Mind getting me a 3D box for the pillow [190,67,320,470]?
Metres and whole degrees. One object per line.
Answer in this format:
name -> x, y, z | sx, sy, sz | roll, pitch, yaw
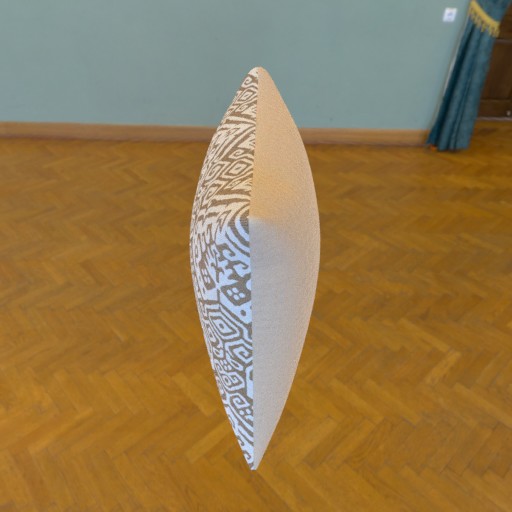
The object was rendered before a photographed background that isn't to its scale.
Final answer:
pillow -> 0.000, 0.000, 0.633 | 0.173, 0.407, 0.419 | 1, 39, 1
